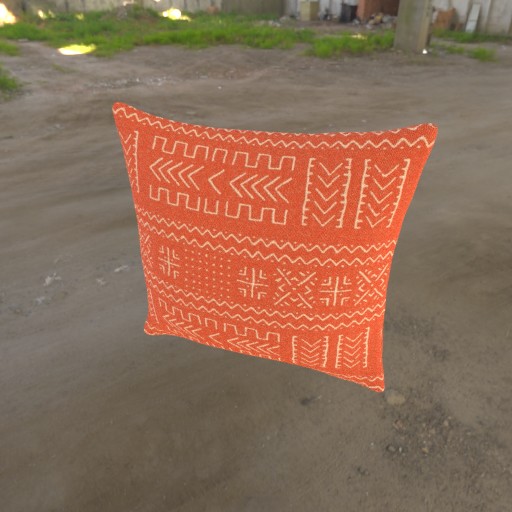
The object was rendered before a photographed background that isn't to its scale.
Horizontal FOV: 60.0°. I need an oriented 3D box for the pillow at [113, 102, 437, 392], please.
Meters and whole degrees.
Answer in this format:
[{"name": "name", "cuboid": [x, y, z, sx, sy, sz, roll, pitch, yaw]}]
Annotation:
[{"name": "pillow", "cuboid": [0.000, 0.000, 0.670, 0.438, 0.429, 0.164, 10, 32, 16]}]
